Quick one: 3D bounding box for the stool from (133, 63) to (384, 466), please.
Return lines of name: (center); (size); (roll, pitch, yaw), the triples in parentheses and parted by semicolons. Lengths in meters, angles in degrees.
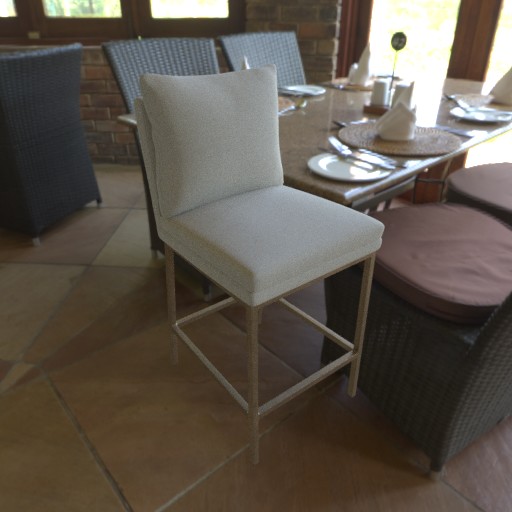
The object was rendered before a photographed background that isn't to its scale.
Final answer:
stool: (0.000, 0.000, 1.351); (0.463, 1.032, 0.572); (-21, 35, -32)
